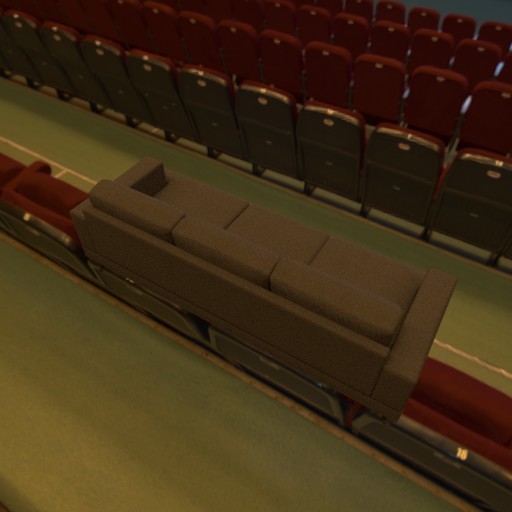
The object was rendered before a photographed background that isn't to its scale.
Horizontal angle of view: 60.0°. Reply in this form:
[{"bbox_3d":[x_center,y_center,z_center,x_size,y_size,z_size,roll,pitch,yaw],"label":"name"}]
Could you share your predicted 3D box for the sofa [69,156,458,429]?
[{"bbox_3d":[0.000,0.000,2.835,2.310,0.810,0.920,24,51,21],"label":"sofa"}]
